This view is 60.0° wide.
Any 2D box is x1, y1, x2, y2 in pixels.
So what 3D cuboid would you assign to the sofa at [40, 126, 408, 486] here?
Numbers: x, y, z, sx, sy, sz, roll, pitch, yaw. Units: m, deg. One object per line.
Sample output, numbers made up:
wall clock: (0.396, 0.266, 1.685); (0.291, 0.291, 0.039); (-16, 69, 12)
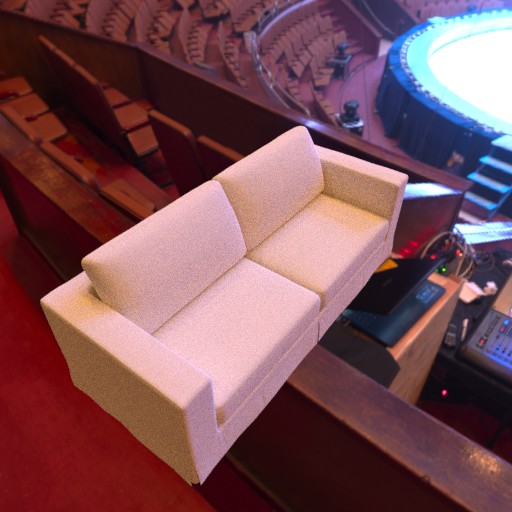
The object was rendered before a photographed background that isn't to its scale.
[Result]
sofa: (0.000, 0.000, 2.630); (0.954, 0.881, 2.163); (26, 47, 27)
